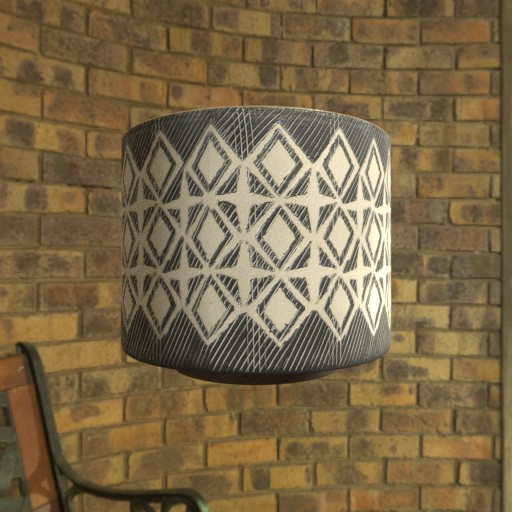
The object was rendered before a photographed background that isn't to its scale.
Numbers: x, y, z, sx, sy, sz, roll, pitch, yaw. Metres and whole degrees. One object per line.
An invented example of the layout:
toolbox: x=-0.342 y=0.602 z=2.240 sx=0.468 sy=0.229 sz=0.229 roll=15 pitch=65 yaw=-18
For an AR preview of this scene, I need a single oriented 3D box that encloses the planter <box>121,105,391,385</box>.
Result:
planter: x=0.000 y=0.000 z=0.217 sx=0.126 sy=0.104 sz=0.126 roll=0 pitch=-1 yaw=0
